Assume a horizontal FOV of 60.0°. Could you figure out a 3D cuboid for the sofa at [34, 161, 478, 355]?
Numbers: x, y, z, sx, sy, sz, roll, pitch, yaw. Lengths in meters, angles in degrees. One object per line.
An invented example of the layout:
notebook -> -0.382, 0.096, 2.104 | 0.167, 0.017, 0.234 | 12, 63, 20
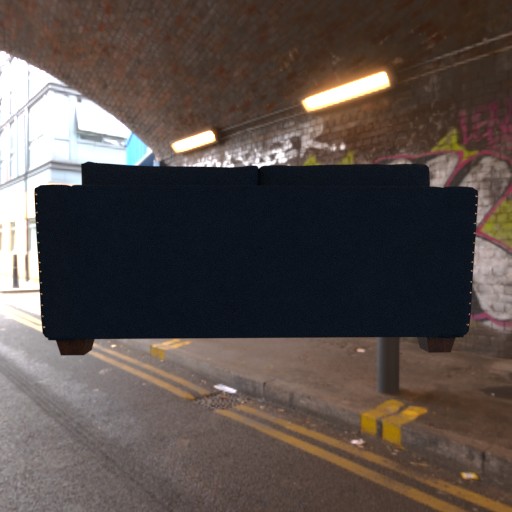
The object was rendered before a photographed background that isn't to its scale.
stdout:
sofa -> 0.000, 0.000, 2.644 | 2.107, 0.983, 1.104 | 0, 1, -2
